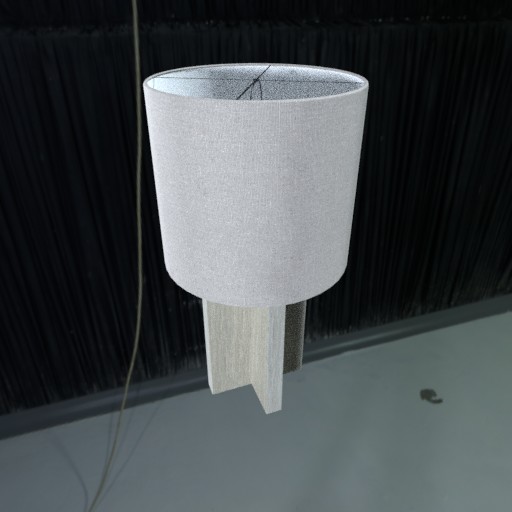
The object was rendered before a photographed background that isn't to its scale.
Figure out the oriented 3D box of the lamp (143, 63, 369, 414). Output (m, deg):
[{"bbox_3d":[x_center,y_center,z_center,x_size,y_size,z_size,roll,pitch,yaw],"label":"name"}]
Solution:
[{"bbox_3d":[0.000,0.000,0.568,0.229,0.428,0.229,-11,32,-18],"label":"lamp"}]
